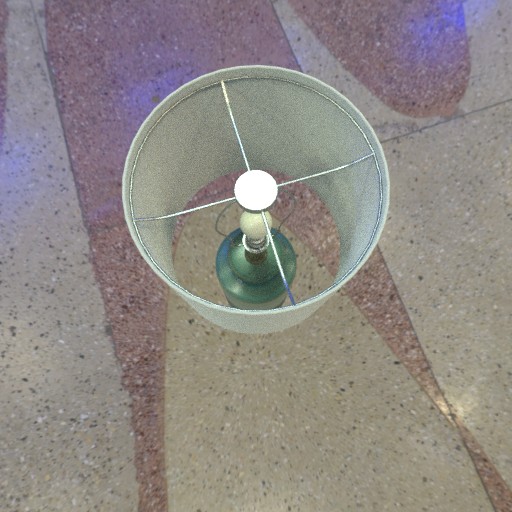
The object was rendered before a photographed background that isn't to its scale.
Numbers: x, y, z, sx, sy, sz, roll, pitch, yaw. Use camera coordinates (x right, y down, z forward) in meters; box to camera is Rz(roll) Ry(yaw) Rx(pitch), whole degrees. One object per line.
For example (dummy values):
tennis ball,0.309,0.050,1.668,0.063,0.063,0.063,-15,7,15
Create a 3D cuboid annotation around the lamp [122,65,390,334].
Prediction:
lamp,0.000,0.000,0.589,0.212,0.493,0.212,-16,77,-4
